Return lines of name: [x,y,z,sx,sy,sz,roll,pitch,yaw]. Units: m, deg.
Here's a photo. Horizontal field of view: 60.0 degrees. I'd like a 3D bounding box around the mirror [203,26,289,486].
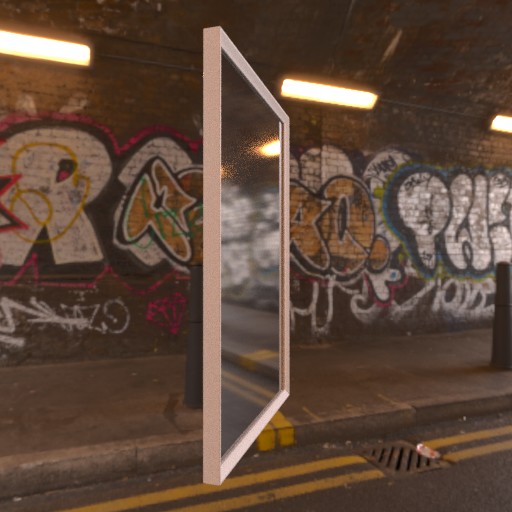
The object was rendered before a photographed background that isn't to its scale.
mirror: [0.000,0.000,1.178,0.041,0.915,0.609,0,0,17]
